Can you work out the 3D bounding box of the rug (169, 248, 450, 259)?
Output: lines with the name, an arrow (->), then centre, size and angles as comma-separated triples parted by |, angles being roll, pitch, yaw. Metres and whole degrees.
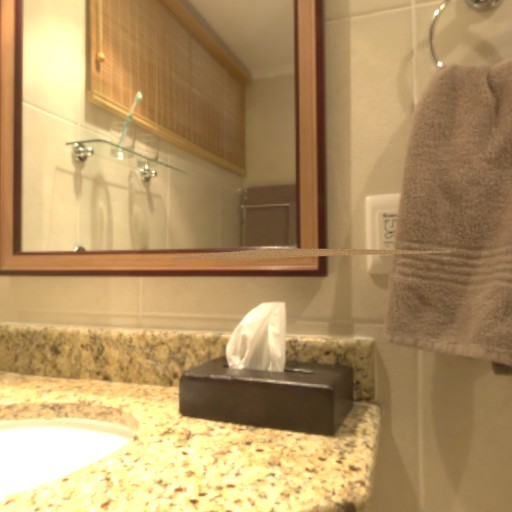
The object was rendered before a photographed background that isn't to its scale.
rug -> 0.000, 0.000, 2.595 | 0.712, 0.013, 2.346 | 0, -1, -19
